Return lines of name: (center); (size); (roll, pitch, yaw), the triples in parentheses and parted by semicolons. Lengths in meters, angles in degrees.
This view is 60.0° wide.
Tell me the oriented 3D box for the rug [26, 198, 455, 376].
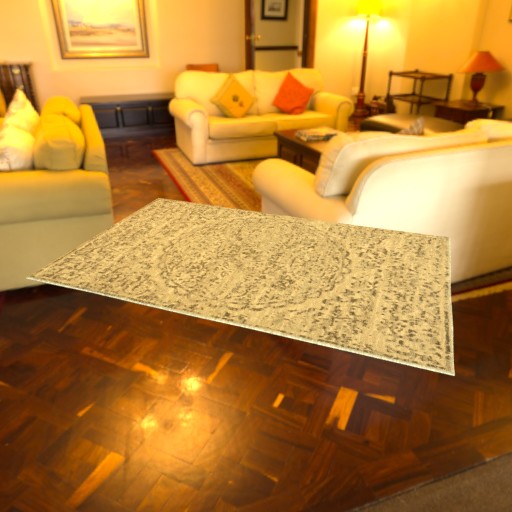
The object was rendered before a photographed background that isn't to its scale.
rug: (0.000, 0.000, 2.975); (2.447, 0.021, 1.527); (10, 29, 18)
